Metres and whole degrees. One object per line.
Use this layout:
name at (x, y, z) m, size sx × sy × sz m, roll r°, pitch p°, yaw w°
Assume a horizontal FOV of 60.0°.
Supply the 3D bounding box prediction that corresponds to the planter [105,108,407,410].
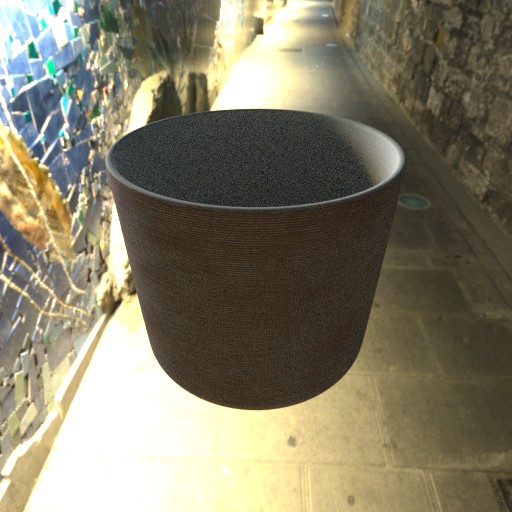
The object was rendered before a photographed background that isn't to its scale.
planter at (0.000, 0.000, 0.779) m, size 0.440 × 0.398 × 0.440 m, roll 0°, pitch 32°, yaw 0°
